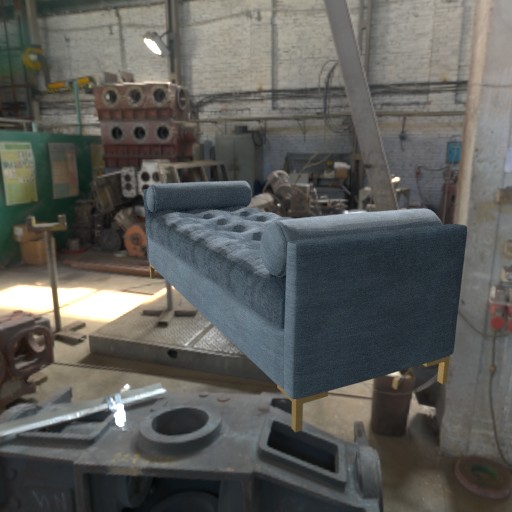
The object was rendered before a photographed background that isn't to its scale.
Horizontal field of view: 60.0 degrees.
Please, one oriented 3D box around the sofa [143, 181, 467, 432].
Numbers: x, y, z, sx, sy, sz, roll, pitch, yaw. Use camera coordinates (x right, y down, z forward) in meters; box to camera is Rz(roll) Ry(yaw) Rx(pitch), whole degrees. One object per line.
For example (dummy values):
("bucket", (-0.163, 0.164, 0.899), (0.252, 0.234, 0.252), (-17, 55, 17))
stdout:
("sofa", (0.000, 0.000, 2.480), (0.796, 0.705, 2.102), (-7, 15, -26))
